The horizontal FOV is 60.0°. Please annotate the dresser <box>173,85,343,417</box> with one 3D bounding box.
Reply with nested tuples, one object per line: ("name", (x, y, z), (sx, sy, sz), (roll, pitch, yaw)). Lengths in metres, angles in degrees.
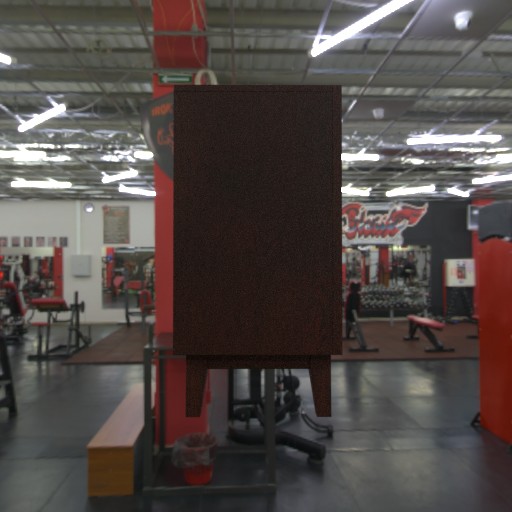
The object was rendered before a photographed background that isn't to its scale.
("dresser", (0.000, 0.000, 2.084), (0.499, 0.971, 1.609), (0, -1, 0))
